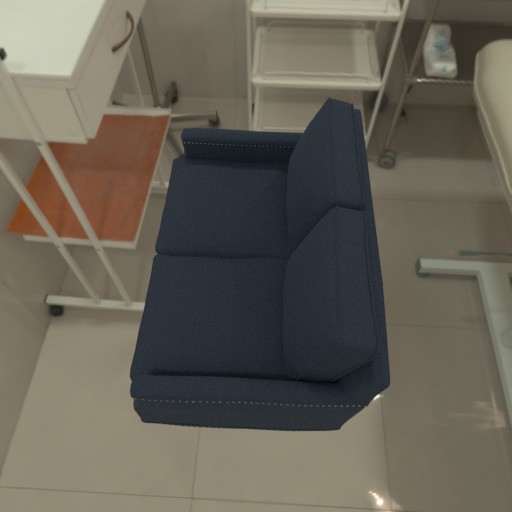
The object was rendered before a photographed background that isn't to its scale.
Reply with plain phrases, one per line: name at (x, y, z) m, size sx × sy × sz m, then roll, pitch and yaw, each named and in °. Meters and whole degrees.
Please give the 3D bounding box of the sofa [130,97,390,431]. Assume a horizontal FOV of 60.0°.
sofa at (0.000, 0.000, 2.317) m, size 1.084 × 1.003 × 1.597 m, roll 2°, pitch 58°, yaw 2°
